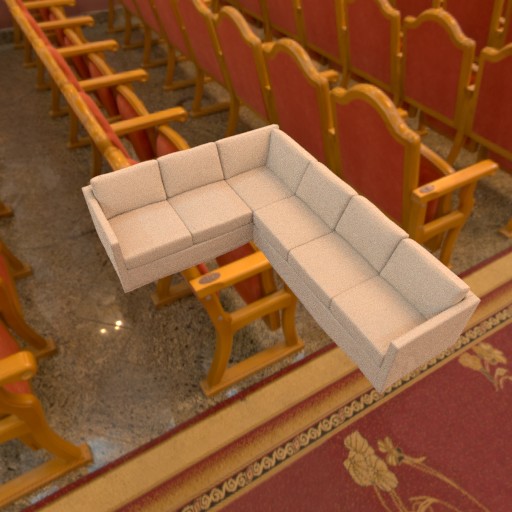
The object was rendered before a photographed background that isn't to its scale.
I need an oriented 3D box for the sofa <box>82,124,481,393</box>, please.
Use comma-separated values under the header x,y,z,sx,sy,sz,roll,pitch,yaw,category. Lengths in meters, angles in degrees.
x,y,z,sx,sy,sz,roll,pitch,yaw,category
0.000,0.000,4.323,2.432,0.871,3.182,-23,50,-21,sofa
